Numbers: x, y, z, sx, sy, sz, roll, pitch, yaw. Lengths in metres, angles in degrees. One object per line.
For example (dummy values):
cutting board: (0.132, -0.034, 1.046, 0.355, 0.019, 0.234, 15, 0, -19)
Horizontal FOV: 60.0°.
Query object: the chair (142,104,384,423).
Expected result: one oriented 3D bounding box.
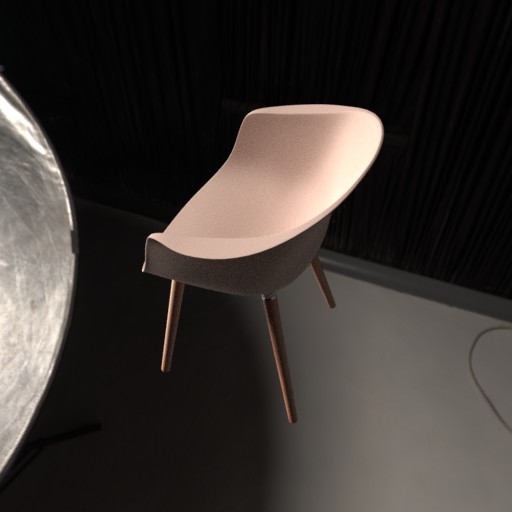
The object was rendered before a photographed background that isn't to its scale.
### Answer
chair: (0.000, 0.000, 1.175, 0.504, 0.781, 0.593, 16, 48, 15)
